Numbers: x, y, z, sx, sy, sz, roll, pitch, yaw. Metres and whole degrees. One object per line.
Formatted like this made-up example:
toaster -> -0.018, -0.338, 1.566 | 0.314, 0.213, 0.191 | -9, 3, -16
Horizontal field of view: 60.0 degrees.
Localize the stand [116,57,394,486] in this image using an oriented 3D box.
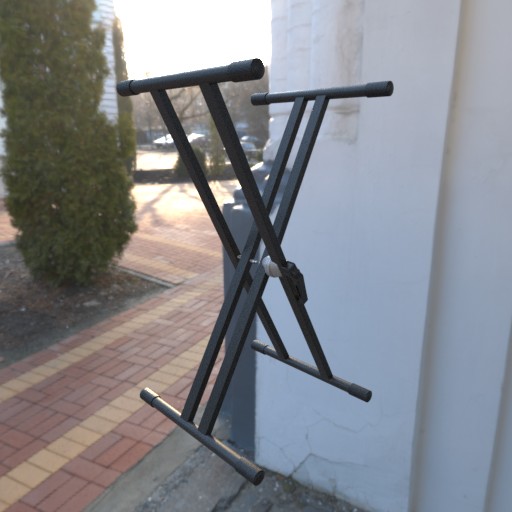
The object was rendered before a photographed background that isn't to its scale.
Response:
stand -> 0.000, 0.000, 1.218 | 0.503, 0.900, 0.495 | -14, 21, -43
